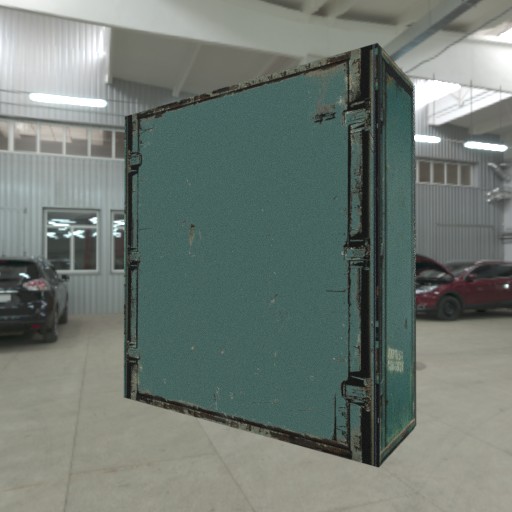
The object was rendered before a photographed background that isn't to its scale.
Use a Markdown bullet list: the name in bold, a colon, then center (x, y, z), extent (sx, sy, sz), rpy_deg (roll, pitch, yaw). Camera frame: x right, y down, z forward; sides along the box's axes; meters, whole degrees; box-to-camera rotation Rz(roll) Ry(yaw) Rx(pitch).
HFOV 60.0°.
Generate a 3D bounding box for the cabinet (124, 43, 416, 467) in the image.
- **cabinet**: center (0.000, 0.000, 3.106), extent (2.000, 2.160, 0.680), rpy_deg (0, -1, 35)
